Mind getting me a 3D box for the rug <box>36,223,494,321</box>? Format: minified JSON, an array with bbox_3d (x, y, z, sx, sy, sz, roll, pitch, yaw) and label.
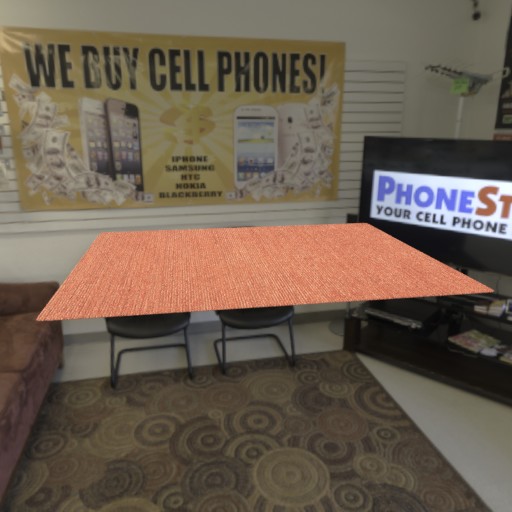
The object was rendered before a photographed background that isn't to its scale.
[{"bbox_3d":[0.000,0.000,2.744,2.112,0.009,1.594,-3,17,-9],"label":"rug"}]
